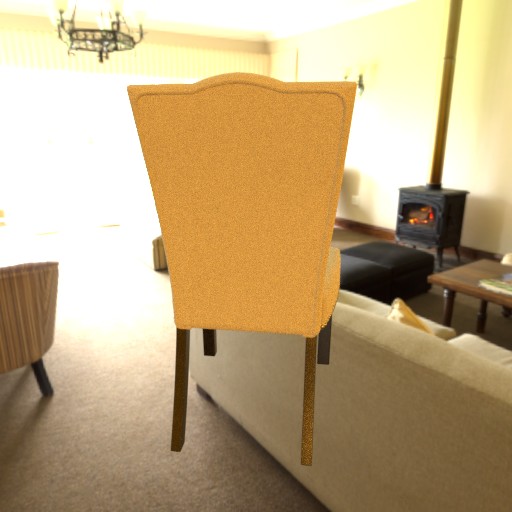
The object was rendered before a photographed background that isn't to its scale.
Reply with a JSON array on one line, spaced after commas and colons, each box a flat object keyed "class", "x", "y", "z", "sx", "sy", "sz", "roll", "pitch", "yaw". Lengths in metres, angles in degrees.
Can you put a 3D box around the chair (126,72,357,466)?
[{"class": "chair", "x": 0.000, "y": 0.000, "z": 1.302, "sx": 0.518, "sy": 0.946, "sz": 0.589, "roll": 2, "pitch": 16, "yaw": 8}]
